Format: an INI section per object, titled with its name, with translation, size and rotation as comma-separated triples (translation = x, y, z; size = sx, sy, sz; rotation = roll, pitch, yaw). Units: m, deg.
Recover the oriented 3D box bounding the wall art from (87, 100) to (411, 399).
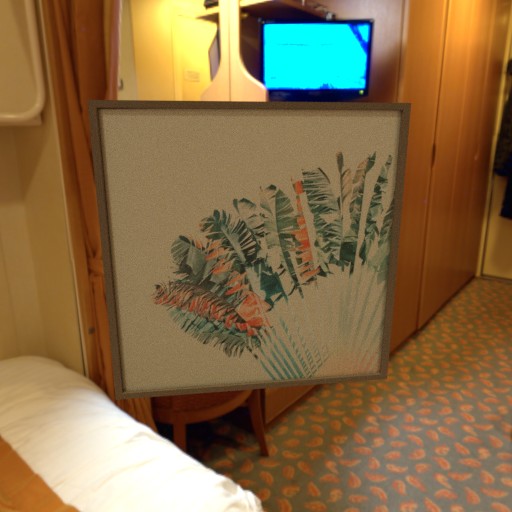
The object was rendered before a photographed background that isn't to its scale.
[wall art]
translation = 0.000, 0.000, 1.153
size = 0.761, 0.758, 0.038
rotation = -2, 16, -8
